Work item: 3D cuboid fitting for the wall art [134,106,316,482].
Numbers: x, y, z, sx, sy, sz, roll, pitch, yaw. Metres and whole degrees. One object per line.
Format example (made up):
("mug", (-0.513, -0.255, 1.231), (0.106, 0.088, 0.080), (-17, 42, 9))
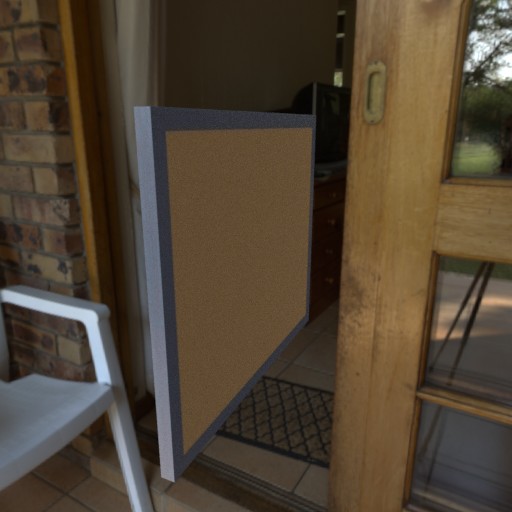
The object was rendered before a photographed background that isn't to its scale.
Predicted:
("wall art", (0.000, 0.000, 0.905), (0.026, 0.558, 0.660), (8, 18, 24))
